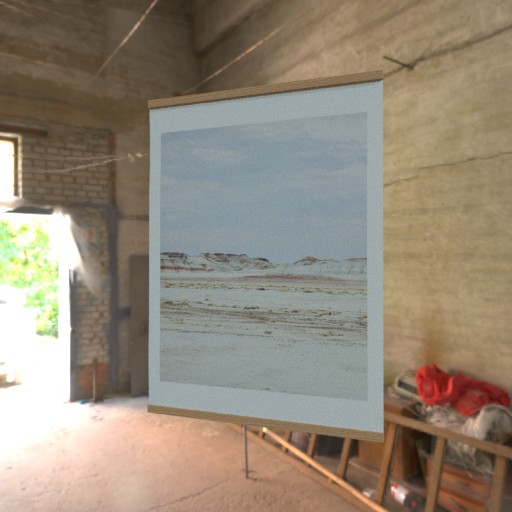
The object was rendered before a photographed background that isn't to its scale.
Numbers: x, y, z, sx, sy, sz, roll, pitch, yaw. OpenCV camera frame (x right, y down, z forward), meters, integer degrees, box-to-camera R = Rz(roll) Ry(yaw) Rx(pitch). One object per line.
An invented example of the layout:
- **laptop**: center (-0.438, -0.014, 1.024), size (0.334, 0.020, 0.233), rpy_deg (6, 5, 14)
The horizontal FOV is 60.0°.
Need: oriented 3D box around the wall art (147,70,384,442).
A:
- **wall art**: center (0.000, 0.000, 1.336), size (0.739, 1.016, 0.020), rpy_deg (0, 0, 19)
